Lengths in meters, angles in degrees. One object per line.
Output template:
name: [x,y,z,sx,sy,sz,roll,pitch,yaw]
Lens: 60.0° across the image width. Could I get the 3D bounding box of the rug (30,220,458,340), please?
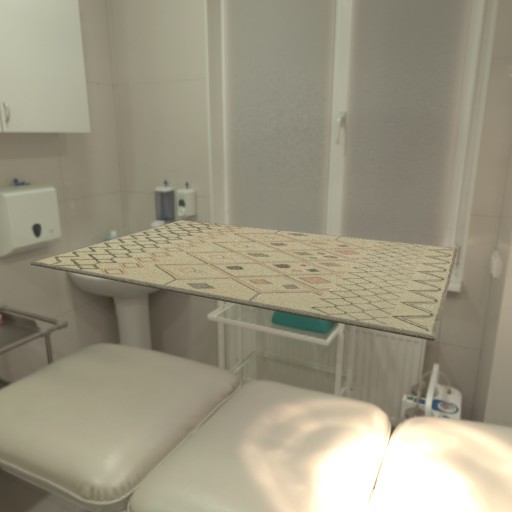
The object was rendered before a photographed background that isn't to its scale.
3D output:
rug: [0.000,0.000,2.265,1.829,0.016,1.219,8,17,26]
